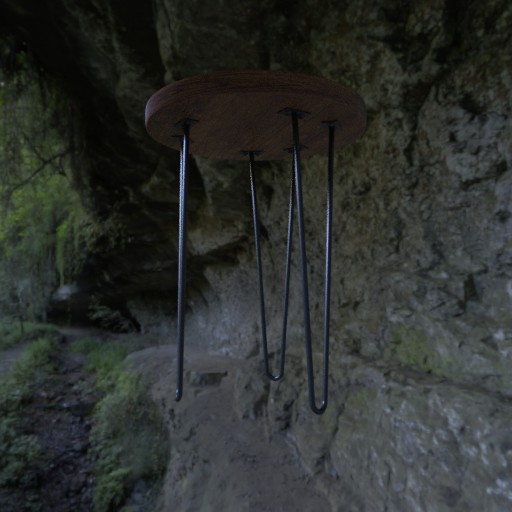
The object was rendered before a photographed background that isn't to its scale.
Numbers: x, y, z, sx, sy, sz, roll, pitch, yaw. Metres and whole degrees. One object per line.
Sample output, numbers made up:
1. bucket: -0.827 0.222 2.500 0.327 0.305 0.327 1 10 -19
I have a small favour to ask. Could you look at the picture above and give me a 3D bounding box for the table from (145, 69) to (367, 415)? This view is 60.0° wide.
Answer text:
1. table: 0.000 0.000 0.820 0.400 0.520 0.400 0 -2 0
